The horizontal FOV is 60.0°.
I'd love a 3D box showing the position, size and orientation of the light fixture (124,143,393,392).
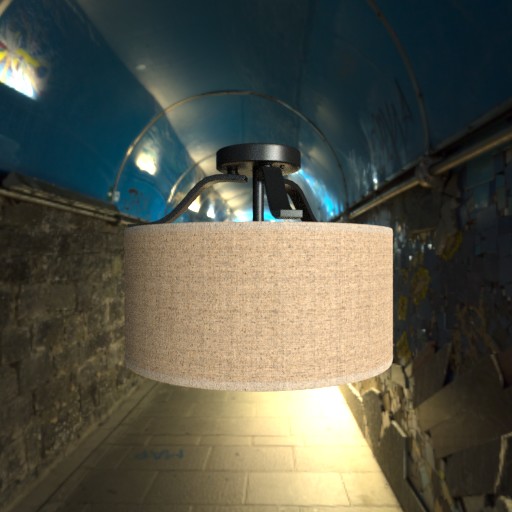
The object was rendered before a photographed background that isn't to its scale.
[{"bbox_3d":[0.000,0.000,0.661,0.390,0.306,0.390,0,0,0],"label":"light fixture"}]
